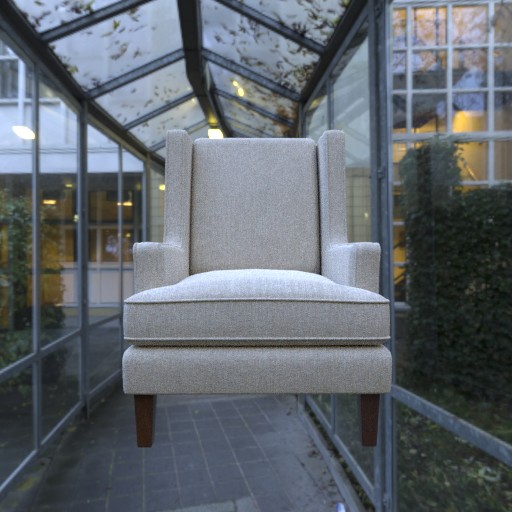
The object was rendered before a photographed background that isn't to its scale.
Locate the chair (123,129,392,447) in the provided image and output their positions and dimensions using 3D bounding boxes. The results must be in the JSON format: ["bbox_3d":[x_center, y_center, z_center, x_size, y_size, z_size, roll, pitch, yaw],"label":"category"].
[{"bbox_3d":[0.000,0.000,1.685,0.764,1.082,0.948,0,0,-1],"label":"chair"}]
